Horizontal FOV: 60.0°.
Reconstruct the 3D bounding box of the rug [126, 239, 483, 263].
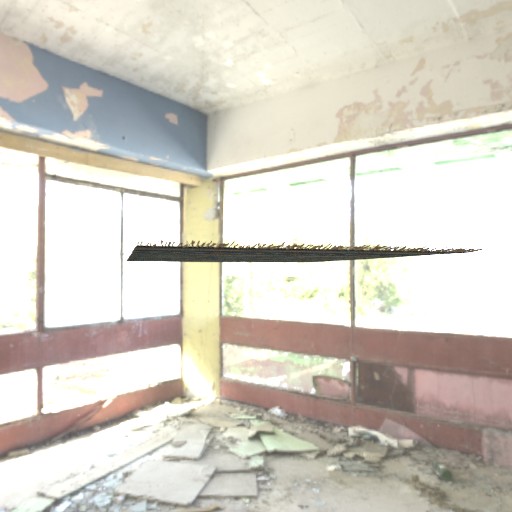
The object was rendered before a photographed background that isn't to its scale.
[{"bbox_3d":[0.000,0.000,4.378,2.418,0.047,3.307,1,-2,-17],"label":"rug"}]
